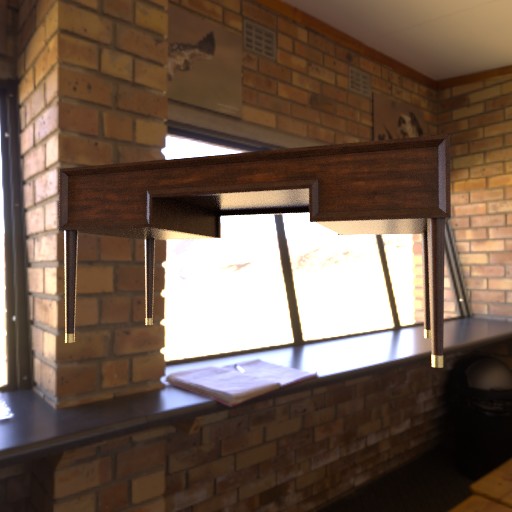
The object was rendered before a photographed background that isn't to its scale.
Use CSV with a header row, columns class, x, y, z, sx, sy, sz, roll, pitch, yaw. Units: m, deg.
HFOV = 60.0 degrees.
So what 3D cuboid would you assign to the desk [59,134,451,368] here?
class,x,y,z,sx,sy,sz,roll,pitch,yaw
desk,0.000,0.000,2.025,1.575,0.762,0.724,-1,-2,19
